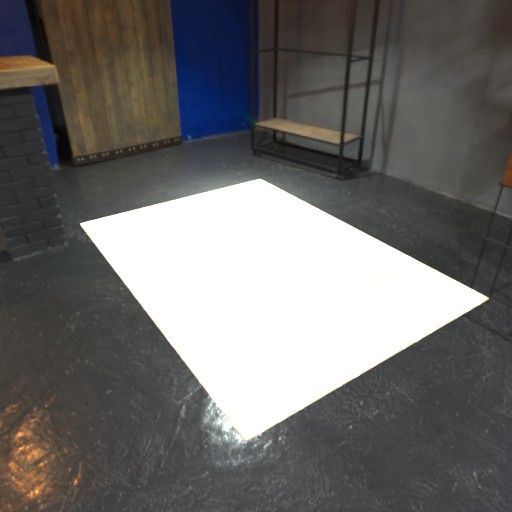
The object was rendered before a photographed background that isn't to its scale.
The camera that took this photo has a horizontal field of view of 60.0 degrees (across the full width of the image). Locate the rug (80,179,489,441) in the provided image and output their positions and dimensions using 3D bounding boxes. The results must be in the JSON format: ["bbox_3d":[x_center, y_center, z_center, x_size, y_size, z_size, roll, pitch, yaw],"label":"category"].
[{"bbox_3d":[0.000,0.000,4.301,2.438,0.010,3.353,-19,36,-29],"label":"rug"}]
